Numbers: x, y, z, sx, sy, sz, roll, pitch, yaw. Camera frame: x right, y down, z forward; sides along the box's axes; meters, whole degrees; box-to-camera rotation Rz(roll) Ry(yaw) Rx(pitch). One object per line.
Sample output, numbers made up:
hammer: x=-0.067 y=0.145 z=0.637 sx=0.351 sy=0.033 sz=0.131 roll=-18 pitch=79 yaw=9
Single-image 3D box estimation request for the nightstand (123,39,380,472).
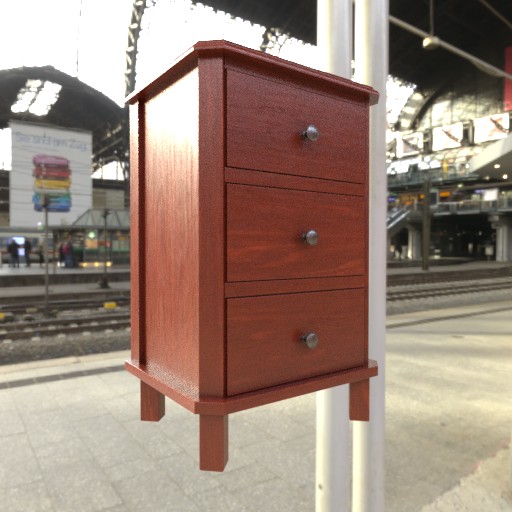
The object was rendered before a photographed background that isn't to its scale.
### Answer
nightstand: x=0.000 y=0.000 z=0.923 sx=0.435 sy=0.681 sz=0.351 roll=-1 pitch=1 yaw=-36
